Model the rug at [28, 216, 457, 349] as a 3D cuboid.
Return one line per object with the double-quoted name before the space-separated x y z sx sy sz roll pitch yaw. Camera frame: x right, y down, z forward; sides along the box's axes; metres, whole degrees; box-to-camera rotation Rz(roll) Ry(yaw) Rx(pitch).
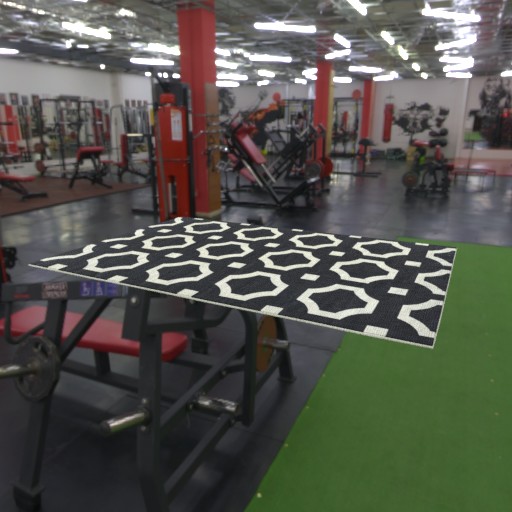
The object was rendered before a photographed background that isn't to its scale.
"rug" 0.000 0.000 2.837 2.286 0.016 1.555 8 19 25
